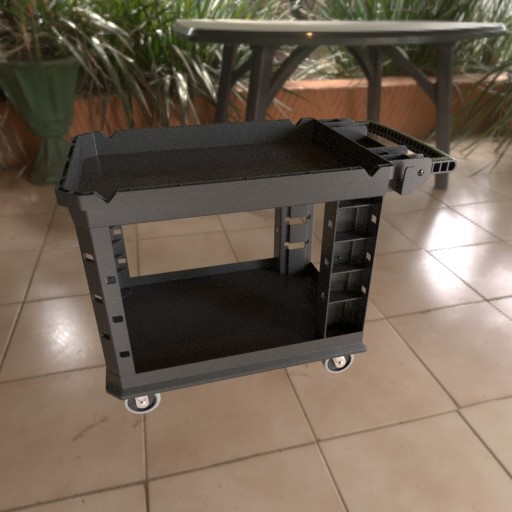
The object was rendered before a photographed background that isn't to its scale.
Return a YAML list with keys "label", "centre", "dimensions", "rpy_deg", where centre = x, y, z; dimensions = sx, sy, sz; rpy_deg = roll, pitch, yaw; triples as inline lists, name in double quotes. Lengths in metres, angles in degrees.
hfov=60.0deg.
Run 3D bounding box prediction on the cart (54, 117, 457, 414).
- label: "cart"
  centre: [0.000, 0.000, 1.741]
  dimensions: [1.239, 0.884, 0.674]
  rpy_deg: [-8, 31, -13]
